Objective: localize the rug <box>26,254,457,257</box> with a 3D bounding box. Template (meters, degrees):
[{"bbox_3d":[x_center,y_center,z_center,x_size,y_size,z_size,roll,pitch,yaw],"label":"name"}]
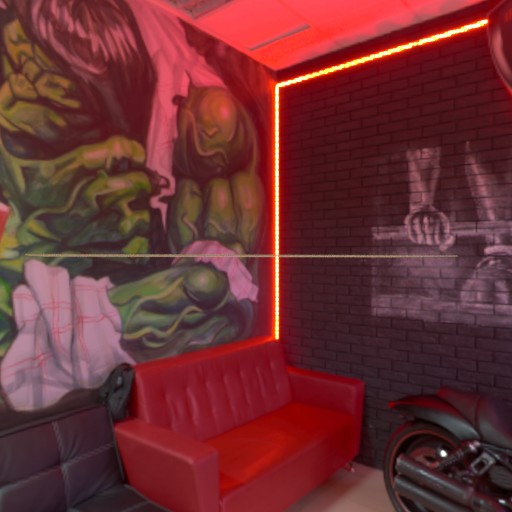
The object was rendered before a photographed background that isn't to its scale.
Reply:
[{"bbox_3d":[0.000,0.000,2.728,2.437,0.006,0.686,0,-1,-18],"label":"rug"}]
